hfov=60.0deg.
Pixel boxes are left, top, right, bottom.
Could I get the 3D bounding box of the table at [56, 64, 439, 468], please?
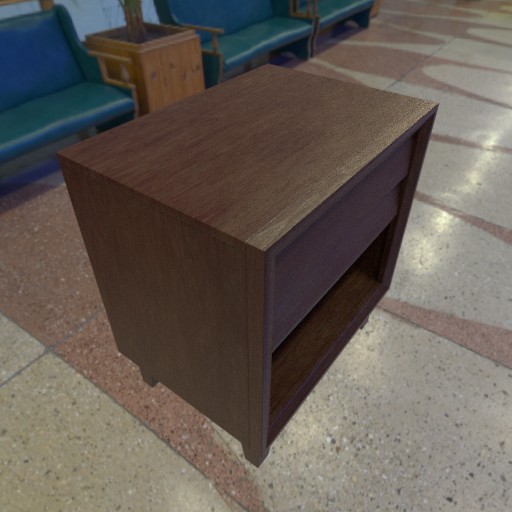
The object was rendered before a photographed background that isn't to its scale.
[{"bbox_3d":[0.000,0.000,0.966,0.449,0.609,0.557,26,46,28],"label":"table"}]
